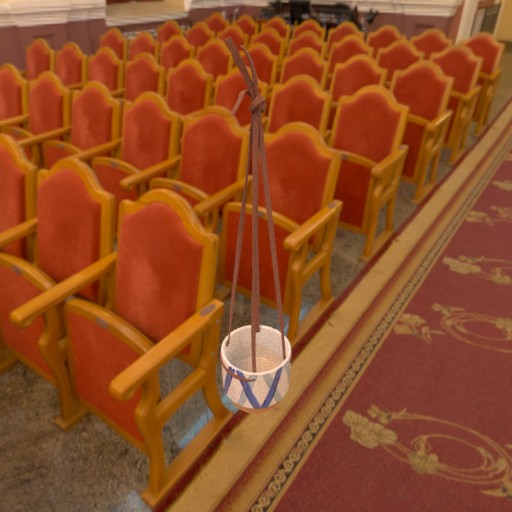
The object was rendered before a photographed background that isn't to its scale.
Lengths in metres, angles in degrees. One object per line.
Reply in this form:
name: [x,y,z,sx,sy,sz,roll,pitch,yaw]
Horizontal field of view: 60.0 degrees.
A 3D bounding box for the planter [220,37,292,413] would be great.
planter: [0.000,0.000,0.835,0.153,0.753,0.157,21,38,30]
